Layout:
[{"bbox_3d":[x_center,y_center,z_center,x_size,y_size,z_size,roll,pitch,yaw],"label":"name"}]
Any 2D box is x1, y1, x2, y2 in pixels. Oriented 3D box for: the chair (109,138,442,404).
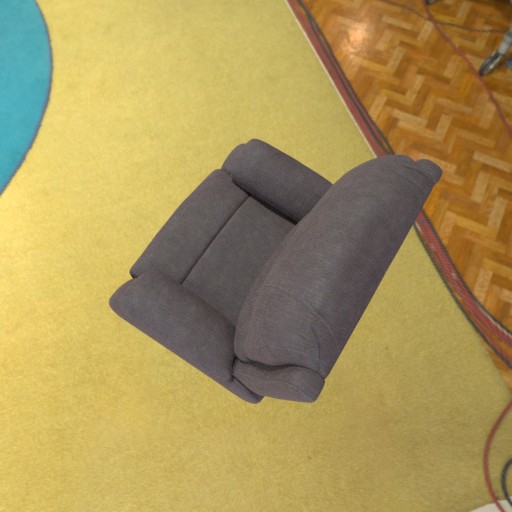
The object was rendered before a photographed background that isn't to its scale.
[{"bbox_3d":[0.000,0.000,1.733,0.899,1.011,0.930,30,68,14],"label":"chair"}]
